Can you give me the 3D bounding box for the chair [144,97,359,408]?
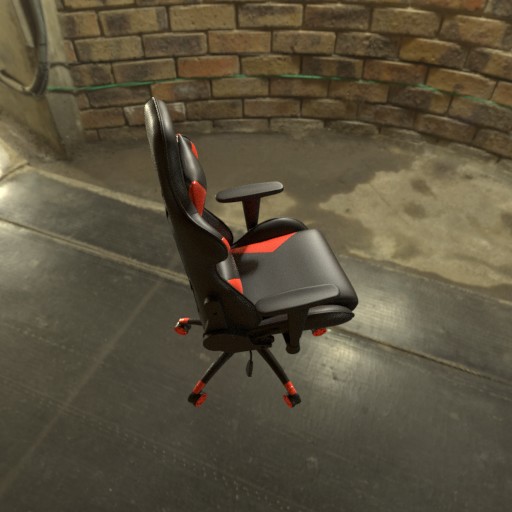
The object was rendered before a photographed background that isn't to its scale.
[{"bbox_3d":[0.000,0.000,1.690,0.730,1.282,0.695,-12,47,-11],"label":"chair"}]
